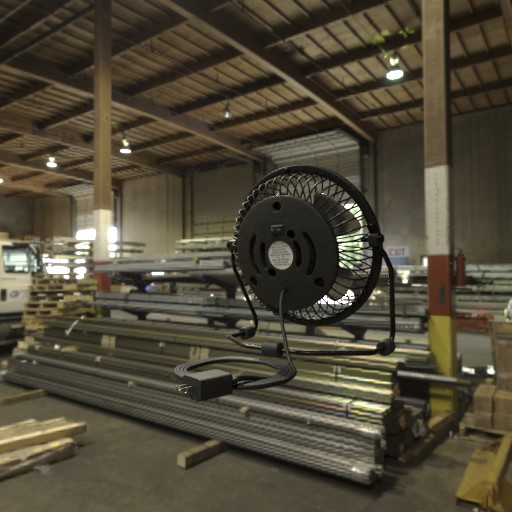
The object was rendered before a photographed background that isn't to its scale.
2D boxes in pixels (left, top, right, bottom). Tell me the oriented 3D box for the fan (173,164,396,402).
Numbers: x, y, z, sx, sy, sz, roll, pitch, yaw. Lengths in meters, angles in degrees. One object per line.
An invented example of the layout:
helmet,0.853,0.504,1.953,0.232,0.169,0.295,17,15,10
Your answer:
fan,0.000,0.000,0.319,0.153,0.152,0.202,-1,-2,36
